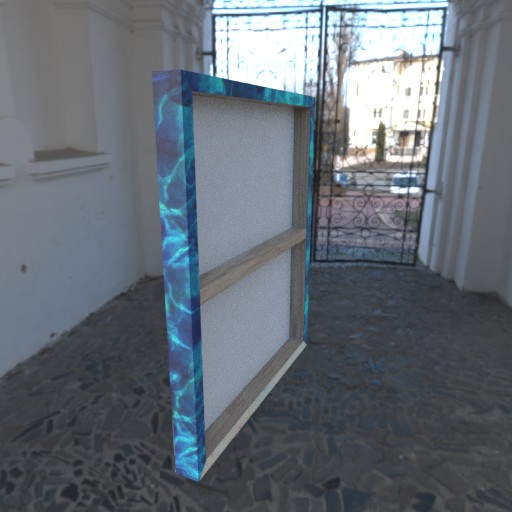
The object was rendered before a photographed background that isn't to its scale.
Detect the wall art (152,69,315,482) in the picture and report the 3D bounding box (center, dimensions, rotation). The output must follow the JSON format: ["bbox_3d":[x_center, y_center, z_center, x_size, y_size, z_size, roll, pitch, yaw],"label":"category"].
[{"bbox_3d":[0.000,0.000,0.713,0.038,0.508,0.432,7,17,25],"label":"wall art"}]
